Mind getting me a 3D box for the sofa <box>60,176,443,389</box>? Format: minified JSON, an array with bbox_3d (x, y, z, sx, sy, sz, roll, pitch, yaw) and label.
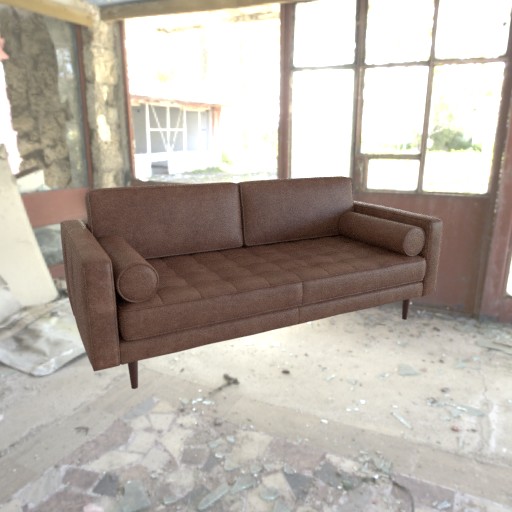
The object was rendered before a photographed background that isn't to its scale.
[{"bbox_3d":[0.000,0.000,2.393,1.870,0.760,0.910,-8,17,-27],"label":"sofa"}]
